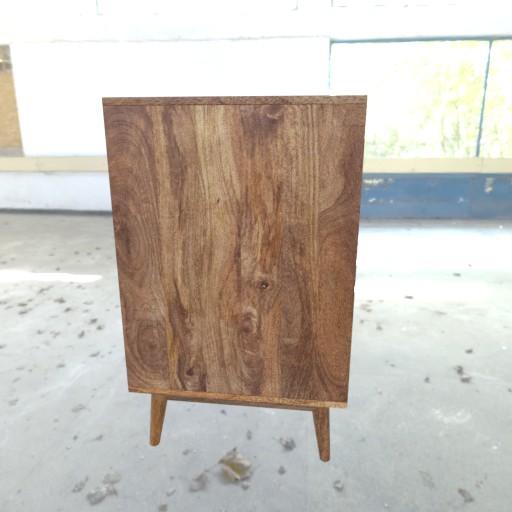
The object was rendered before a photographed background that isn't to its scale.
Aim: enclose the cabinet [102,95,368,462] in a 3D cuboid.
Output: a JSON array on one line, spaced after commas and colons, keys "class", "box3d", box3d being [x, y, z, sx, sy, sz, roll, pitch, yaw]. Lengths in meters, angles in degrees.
[{"class": "cabinet", "box3d": [0.000, 0.000, 1.175, 0.473, 0.758, 0.647, 2, 16, 7]}]
